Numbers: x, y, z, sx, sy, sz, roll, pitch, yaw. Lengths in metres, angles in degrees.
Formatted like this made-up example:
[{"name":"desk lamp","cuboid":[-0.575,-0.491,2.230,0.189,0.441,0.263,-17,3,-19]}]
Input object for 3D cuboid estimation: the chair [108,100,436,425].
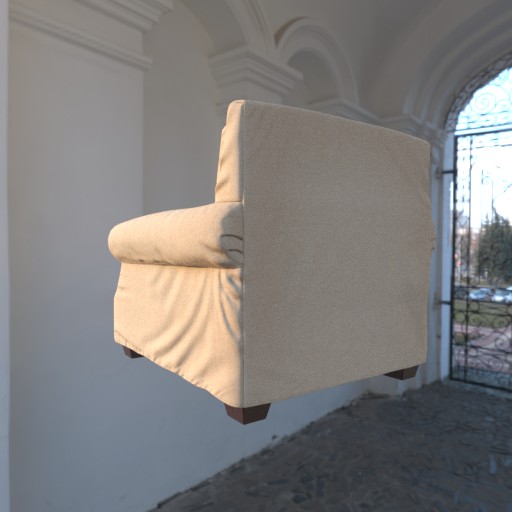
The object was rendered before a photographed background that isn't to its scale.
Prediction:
[{"name":"chair","cuboid":[0.000,0.000,1.752,0.940,0.866,1.066,-1,2,-35]}]
